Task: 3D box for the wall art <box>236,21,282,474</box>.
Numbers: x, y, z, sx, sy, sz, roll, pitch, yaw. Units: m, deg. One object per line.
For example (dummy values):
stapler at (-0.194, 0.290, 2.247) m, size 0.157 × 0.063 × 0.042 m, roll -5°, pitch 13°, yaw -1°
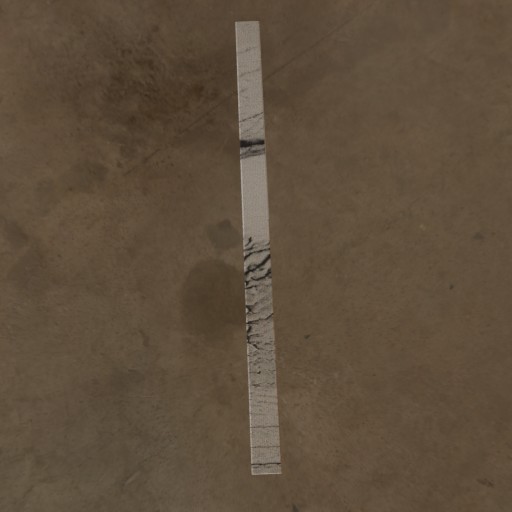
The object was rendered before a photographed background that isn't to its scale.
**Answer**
wall art at (0.000, 0.000, 0.778) m, size 0.035 × 0.407 × 0.613 m, roll -2°, pitch 77°, yaw -1°
